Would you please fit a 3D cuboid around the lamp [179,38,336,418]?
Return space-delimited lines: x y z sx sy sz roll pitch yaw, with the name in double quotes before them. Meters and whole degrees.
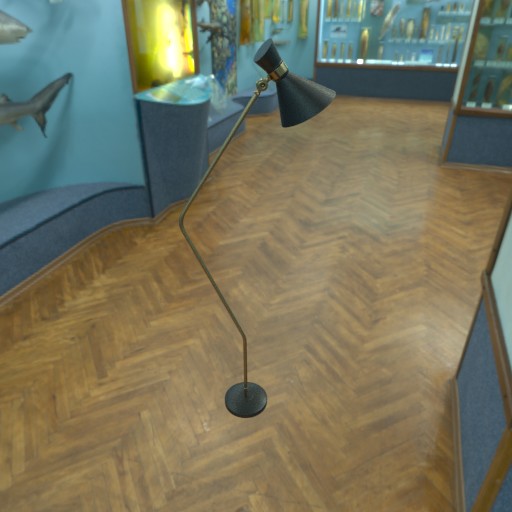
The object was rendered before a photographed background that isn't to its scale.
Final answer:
"lamp" 0.000 0.000 1.624 0.467 1.438 0.277 11 32 18
